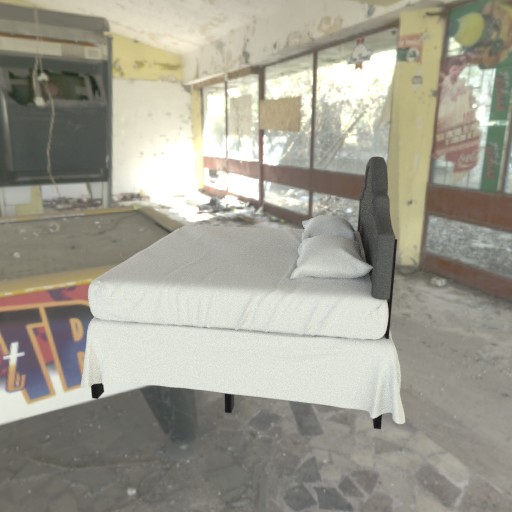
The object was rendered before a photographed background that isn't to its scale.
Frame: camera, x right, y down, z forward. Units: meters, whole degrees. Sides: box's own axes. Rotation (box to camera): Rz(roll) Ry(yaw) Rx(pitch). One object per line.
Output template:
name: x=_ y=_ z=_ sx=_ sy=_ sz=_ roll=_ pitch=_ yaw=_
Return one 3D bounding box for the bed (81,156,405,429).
bed: x=0.000 y=0.000 z=3.691 sx=2.222 sy=1.631 sz=2.303 roll=3 pitch=15 yaw=10
